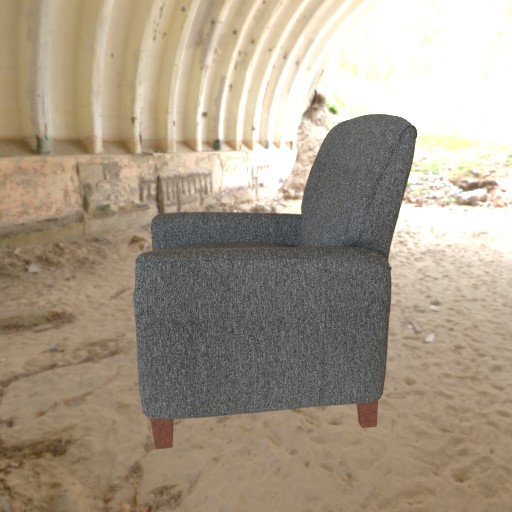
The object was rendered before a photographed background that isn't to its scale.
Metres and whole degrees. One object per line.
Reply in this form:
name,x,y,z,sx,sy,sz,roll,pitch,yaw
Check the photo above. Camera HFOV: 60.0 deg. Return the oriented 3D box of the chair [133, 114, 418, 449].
chair,0.000,0.000,1.650,0.864,1.014,0.848,-2,14,-9
